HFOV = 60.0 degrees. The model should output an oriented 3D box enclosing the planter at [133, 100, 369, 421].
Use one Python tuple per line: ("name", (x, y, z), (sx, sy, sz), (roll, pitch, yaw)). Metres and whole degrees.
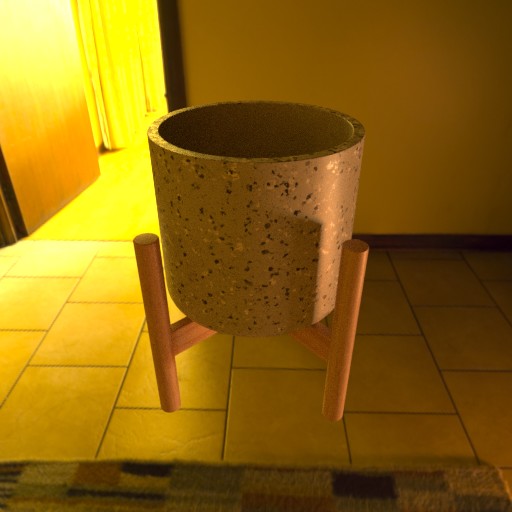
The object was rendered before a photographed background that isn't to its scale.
("planter", (0.000, 0.000, 0.545), (0.284, 0.320, 0.284), (-10, 33, -16))
